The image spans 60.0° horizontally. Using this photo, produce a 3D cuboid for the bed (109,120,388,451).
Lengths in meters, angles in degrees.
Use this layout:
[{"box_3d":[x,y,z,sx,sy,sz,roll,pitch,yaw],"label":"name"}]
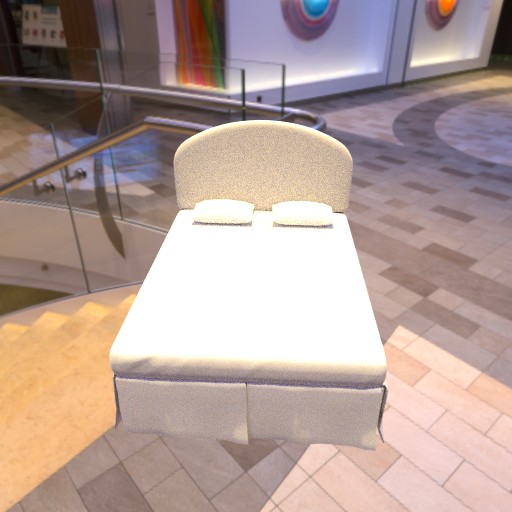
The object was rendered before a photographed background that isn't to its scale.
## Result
[{"box_3d":[0.000,0.000,3.104,1.607,1.410,2.005,2,30,3],"label":"bed"}]
